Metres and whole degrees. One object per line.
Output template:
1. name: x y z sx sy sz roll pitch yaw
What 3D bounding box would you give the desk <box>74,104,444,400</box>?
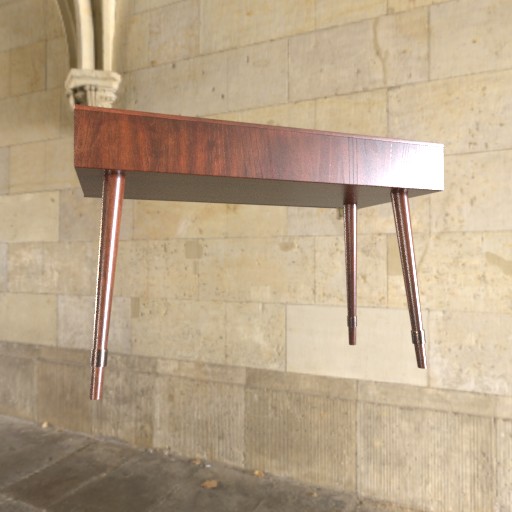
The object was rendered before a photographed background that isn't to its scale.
1. desk: 0.000 0.000 2.124 1.577 1.031 0.734 0 -1 -19
